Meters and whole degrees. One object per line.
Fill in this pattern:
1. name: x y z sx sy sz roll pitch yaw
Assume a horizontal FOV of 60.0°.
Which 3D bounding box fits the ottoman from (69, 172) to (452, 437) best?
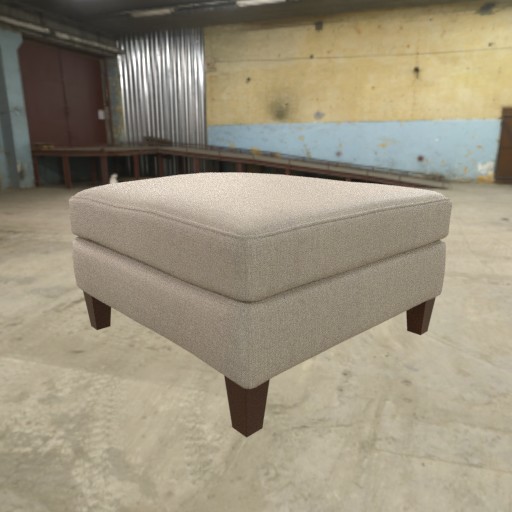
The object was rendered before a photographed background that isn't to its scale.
1. ottoman: 0.000 0.000 1.361 0.838 0.481 0.838 -13 20 -41
